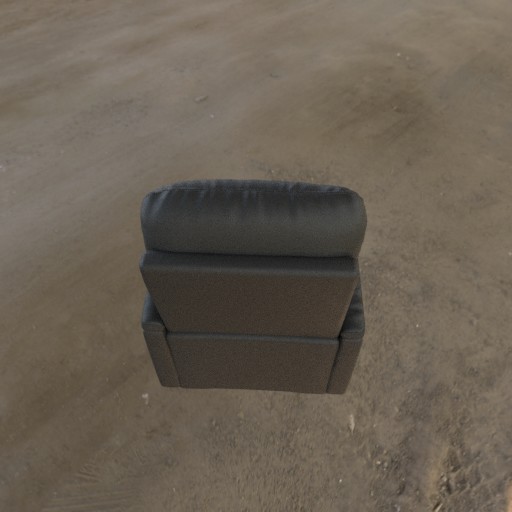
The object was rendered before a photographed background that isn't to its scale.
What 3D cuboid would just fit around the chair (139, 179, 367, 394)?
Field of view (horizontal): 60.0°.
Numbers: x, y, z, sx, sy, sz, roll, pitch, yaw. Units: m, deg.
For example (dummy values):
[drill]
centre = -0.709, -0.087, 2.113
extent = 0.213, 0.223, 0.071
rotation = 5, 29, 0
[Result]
[chair]
centre = 0.000, 0.000, 1.649
extent = 0.775, 1.082, 0.831
rotation = 2, 48, 2
